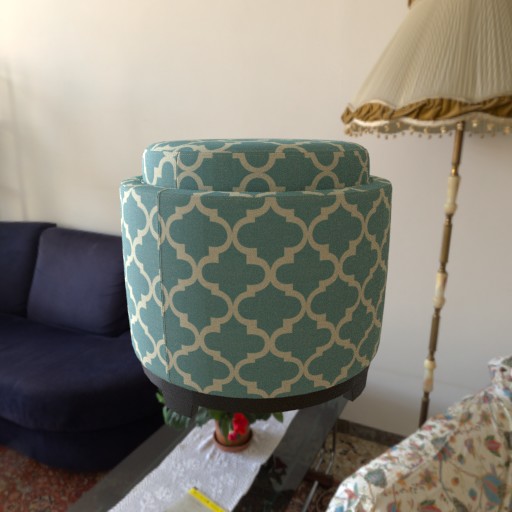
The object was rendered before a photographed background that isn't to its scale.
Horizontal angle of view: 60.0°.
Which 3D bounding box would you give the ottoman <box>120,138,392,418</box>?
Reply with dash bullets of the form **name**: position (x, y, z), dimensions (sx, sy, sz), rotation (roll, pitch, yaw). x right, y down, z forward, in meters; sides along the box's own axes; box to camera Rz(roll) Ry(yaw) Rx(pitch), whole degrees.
- **ottoman**: position (0.000, 0.000, 0.839), dimensions (0.480, 0.429, 0.480), rotation (0, 15, 0)
